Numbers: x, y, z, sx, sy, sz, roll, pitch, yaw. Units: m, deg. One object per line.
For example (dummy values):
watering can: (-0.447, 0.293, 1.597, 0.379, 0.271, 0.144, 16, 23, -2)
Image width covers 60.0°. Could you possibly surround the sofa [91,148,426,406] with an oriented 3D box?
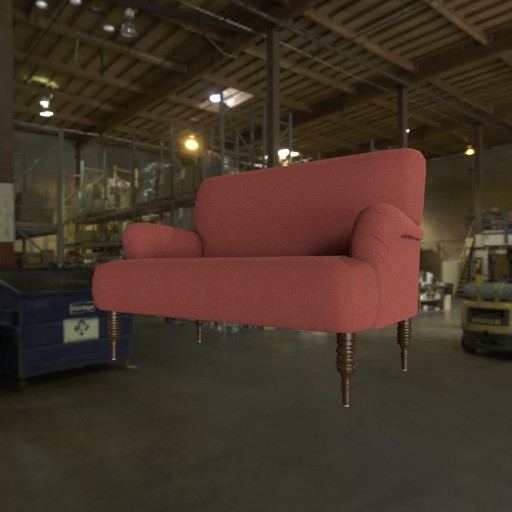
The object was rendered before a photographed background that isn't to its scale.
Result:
sofa: (0.000, 0.000, 1.850, 1.297, 0.889, 0.779, -1, -1, 36)
